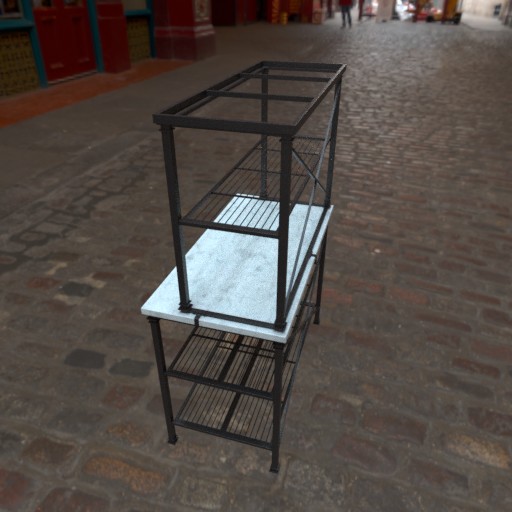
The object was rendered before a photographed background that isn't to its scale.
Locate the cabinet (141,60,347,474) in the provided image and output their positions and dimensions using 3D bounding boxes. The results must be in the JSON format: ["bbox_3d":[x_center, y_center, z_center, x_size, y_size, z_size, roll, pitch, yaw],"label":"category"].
[{"bbox_3d":[0.000,0.000,2.235,0.610,1.659,1.210,9,33,14],"label":"cabinet"}]
